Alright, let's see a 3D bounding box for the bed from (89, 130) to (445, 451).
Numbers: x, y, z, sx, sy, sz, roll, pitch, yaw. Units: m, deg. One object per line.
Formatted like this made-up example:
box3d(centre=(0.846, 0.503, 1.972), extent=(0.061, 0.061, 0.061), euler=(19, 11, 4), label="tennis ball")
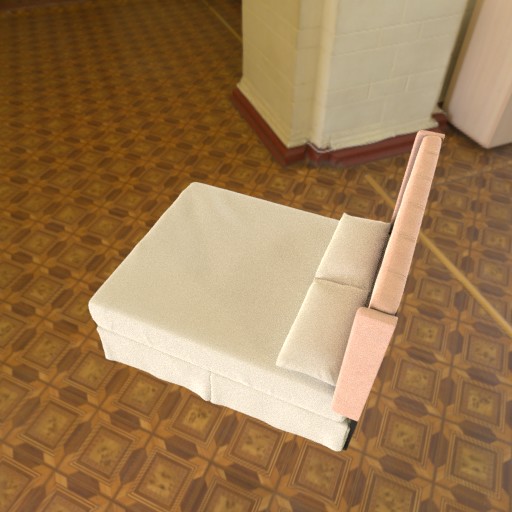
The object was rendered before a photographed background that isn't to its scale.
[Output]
box3d(centre=(0.000, 0.000, 3.321), extent=(2.066, 1.665, 1.719), euler=(17, 49, 16), label="bed")
